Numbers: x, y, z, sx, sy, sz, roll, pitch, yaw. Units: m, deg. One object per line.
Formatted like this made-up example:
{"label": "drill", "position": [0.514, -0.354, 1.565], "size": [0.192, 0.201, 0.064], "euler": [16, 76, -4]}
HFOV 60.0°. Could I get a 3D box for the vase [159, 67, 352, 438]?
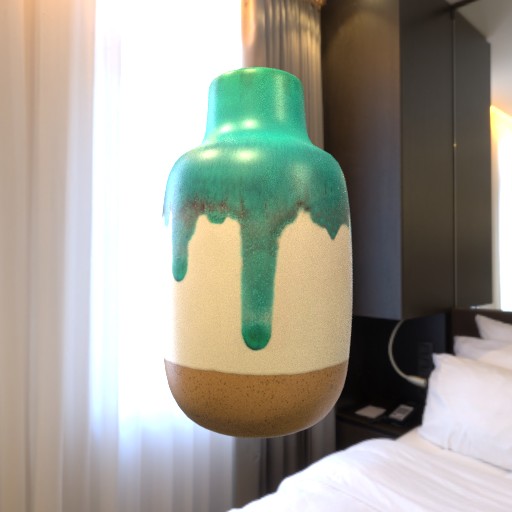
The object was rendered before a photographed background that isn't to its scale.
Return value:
{"label": "vase", "position": [0.000, 0.000, 0.249], "size": [0.106, 0.192, 0.106], "euler": [0, -1, 0]}
